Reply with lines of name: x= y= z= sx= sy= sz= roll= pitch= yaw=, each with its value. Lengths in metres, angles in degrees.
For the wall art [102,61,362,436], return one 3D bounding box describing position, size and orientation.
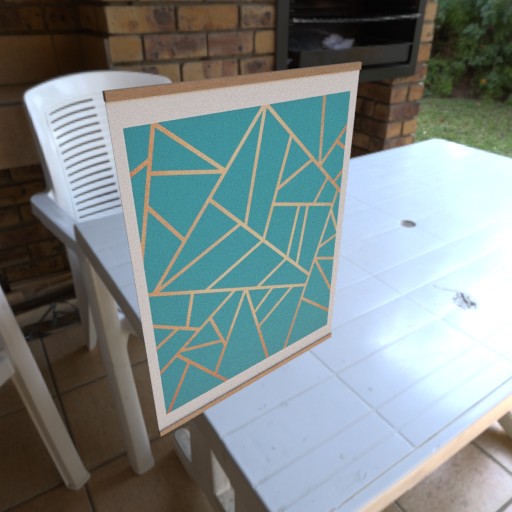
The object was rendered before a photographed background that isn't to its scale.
wall art: x=0.000 y=0.000 z=1.324 sx=0.758 sy=1.016 sz=0.013 roll=-21 pitch=36 yaw=-32
